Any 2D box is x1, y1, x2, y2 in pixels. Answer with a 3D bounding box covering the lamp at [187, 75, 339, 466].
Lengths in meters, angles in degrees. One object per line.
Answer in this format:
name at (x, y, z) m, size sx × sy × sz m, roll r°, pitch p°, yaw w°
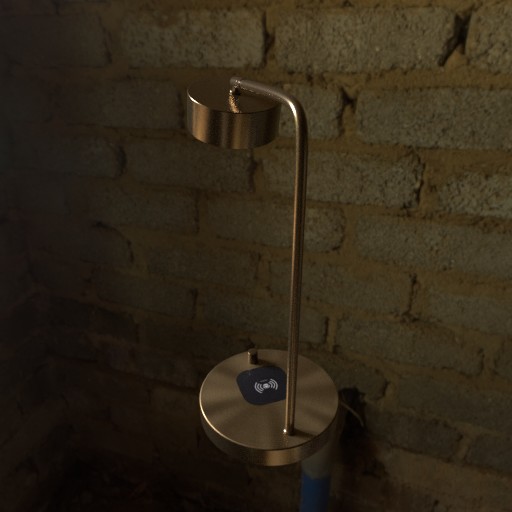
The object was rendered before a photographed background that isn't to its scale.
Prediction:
lamp at (0.000, 0.000, 0.517) m, size 0.171 × 0.380 × 0.270 m, roll -9°, pitch 27°, yaw -17°
